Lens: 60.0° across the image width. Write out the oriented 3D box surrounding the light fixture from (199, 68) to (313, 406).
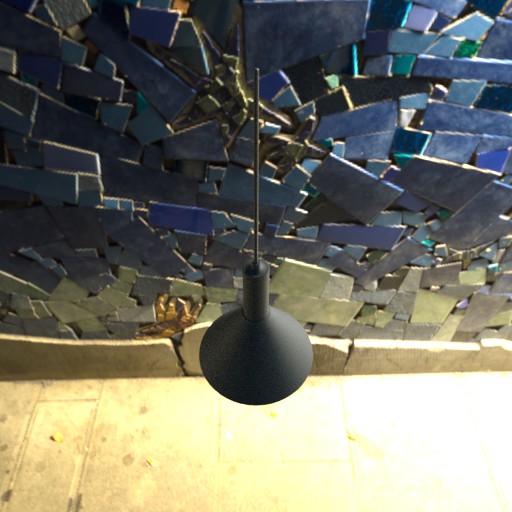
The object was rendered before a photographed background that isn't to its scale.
[{"bbox_3d":[0.000,0.000,0.800,0.267,0.683,0.267,11,48,10],"label":"light fixture"}]
